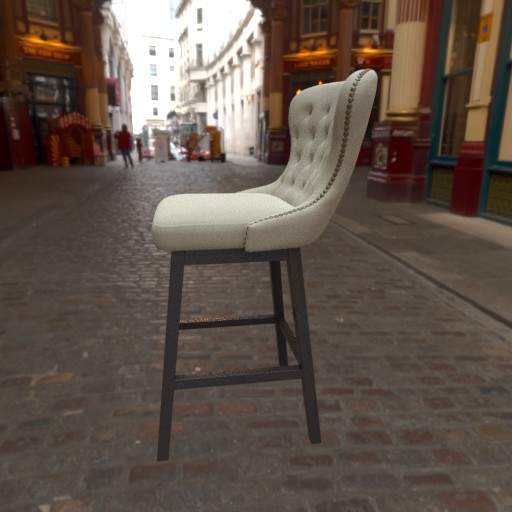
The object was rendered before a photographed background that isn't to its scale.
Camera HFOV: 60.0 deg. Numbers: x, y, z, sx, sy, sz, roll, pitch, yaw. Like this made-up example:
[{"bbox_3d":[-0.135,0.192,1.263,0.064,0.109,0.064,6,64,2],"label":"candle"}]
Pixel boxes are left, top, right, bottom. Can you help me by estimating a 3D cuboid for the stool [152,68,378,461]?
[{"bbox_3d":[0.000,0.000,1.275,0.593,0.971,0.528,-2,16,-9],"label":"stool"}]
